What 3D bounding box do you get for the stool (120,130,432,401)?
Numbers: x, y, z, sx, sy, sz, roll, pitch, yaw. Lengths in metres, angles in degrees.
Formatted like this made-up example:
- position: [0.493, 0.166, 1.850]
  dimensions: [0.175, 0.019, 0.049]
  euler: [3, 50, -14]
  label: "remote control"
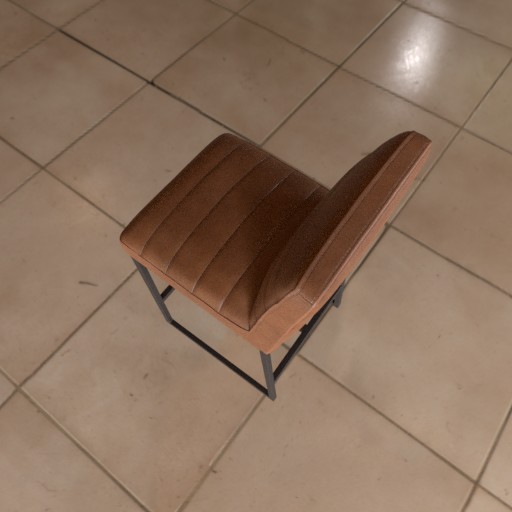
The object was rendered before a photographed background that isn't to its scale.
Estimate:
- position: [0.000, 0.000, 1.243]
  dimensions: [0.556, 0.940, 0.458]
  euler: [33, 67, 16]
  label: "stool"
